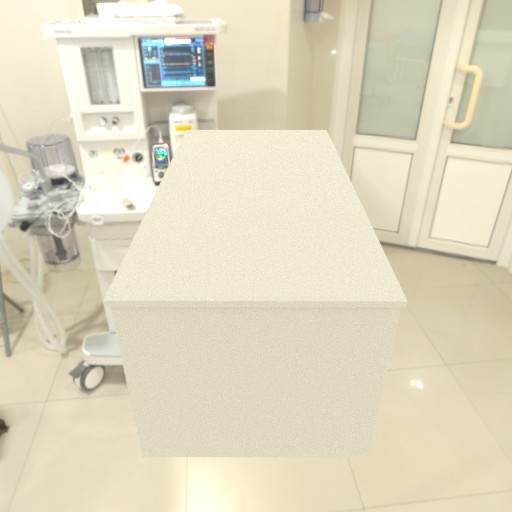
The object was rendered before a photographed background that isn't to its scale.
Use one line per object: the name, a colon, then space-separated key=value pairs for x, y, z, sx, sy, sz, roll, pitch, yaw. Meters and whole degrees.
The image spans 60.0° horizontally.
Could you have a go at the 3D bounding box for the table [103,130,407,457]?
table: x=0.000 y=0.000 z=1.267 sx=0.500 sy=0.441 sz=1.000 roll=0 pitch=32 yaw=0
